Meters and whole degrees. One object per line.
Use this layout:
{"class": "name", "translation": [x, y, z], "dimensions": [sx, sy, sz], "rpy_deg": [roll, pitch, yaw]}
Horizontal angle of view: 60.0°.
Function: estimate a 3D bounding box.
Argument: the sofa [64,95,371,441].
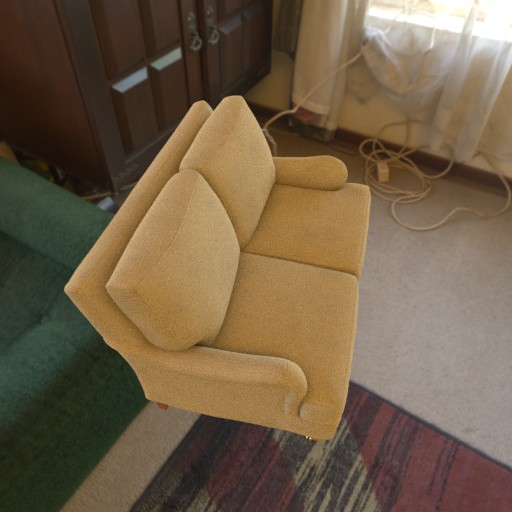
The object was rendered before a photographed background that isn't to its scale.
{"class": "sofa", "translation": [0.000, 0.000, 2.257], "dimensions": [1.087, 0.999, 1.480], "rpy_deg": [11, 48, 10]}
